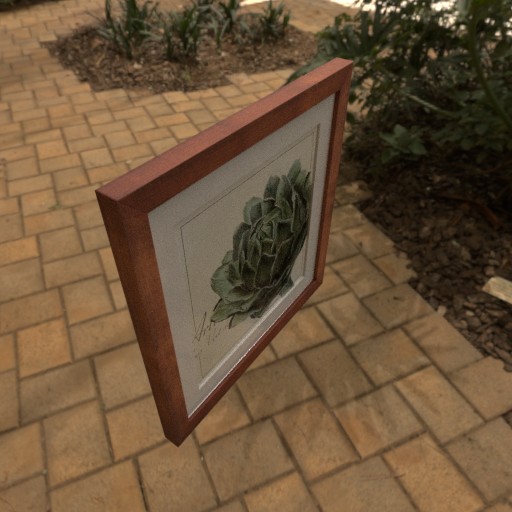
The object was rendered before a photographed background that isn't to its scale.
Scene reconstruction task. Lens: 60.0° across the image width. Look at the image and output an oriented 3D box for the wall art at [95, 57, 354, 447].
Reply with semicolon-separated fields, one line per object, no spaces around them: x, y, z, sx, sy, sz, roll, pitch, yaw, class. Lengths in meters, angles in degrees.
0.000;0.000;0.839;0.037;0.572;0.554;26;48;26;wall art
